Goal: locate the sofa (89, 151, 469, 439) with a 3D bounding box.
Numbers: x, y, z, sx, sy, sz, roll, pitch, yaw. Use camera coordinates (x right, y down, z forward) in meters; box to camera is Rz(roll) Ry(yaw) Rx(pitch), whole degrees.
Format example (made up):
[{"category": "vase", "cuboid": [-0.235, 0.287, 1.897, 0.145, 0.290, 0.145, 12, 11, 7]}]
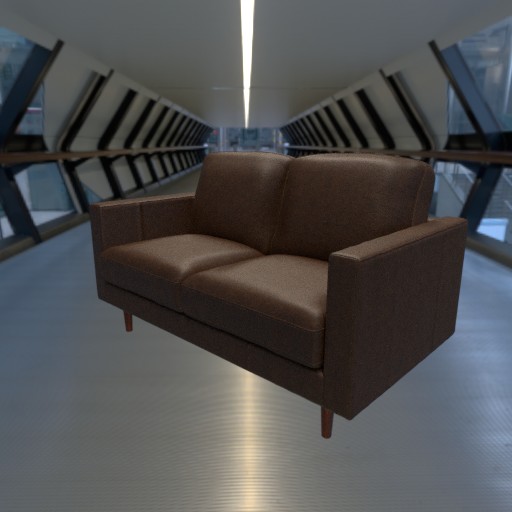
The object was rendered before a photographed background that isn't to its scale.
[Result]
[{"category": "sofa", "cuboid": [0.000, 0.000, 2.094, 1.578, 0.951, 0.909, 14, 20, 41]}]
